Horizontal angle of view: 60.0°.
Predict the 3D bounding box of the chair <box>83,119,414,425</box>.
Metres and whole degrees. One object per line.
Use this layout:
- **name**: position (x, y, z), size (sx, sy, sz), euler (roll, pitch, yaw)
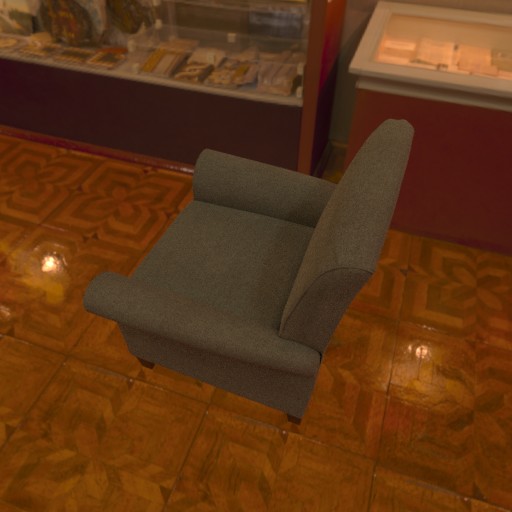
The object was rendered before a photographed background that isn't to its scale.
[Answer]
- **chair**: position (0.000, 0.000, 1.740), size (0.905, 1.061, 0.978), euler (16, 48, 15)
